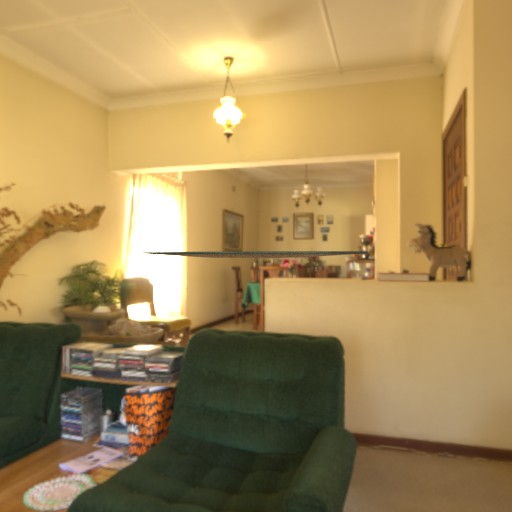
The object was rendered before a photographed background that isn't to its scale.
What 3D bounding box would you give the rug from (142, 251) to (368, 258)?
[{"bbox_3d":[0.000,0.000,2.700,0.760,0.009,2.440,0,-1,0],"label":"rug"}]
